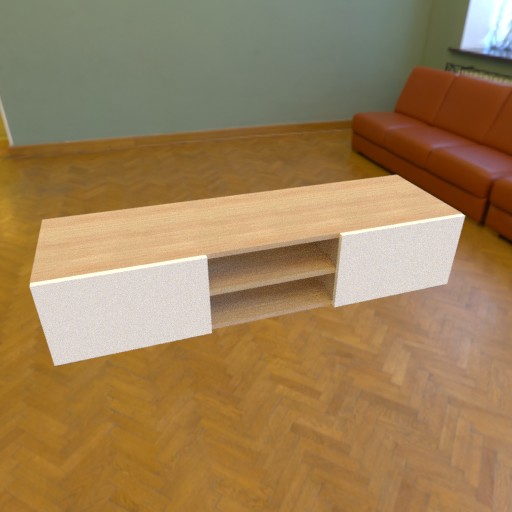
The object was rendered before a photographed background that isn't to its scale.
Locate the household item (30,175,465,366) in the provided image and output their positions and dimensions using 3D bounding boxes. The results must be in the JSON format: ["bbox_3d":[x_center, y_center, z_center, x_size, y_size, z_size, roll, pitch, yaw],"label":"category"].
[{"bbox_3d":[0.000,0.000,1.608,1.400,0.310,0.420,-9,32,-15],"label":"household item"}]
